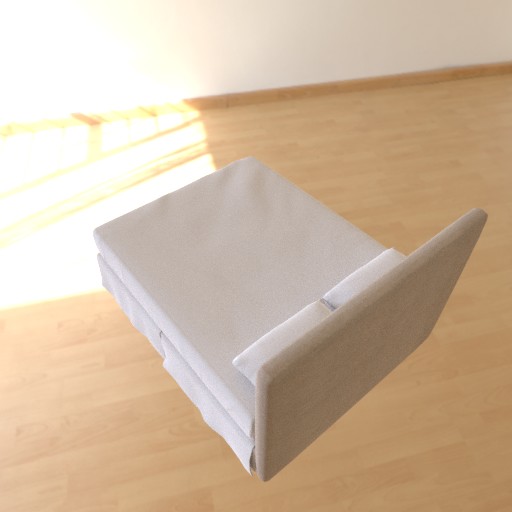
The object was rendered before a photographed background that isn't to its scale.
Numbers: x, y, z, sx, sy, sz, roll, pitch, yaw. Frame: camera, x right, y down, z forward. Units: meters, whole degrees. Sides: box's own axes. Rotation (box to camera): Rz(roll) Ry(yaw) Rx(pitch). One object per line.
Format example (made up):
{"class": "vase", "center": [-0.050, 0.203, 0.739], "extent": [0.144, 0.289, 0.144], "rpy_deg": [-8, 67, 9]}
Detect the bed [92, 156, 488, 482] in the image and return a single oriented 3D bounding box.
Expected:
{"class": "bed", "center": [0.000, 0.000, 3.155], "extent": [1.713, 1.330, 2.162], "rpy_deg": [-31, 54, -26]}
